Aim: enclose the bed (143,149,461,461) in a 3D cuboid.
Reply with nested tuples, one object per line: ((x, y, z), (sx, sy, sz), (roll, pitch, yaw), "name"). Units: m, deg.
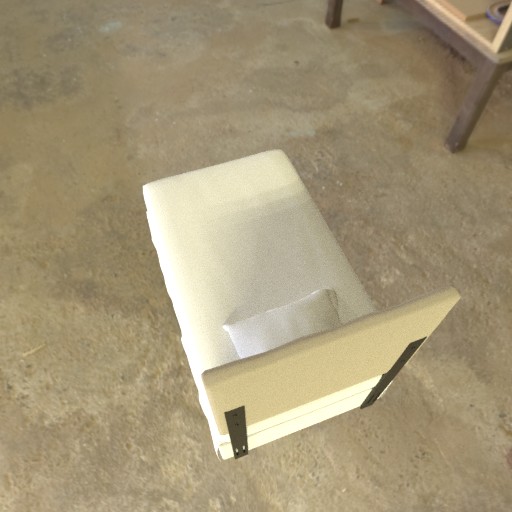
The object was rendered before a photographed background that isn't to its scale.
((0.000, 0.000, 2.913), (1.261, 1.571, 1.997), (-17, 58, -11), "bed")
